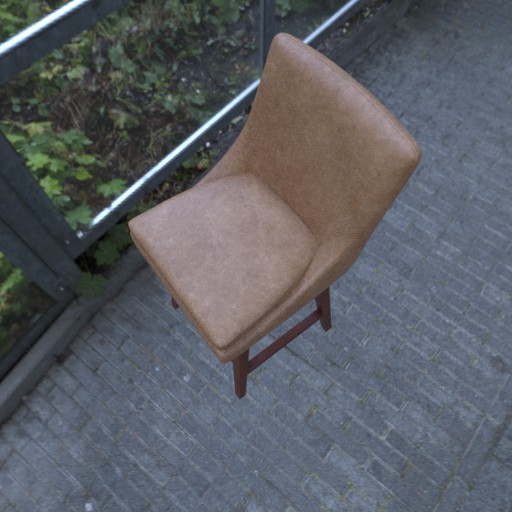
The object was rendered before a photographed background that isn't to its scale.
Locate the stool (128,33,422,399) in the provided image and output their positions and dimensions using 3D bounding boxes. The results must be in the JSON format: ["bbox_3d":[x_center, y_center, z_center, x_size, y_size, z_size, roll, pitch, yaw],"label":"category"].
[{"bbox_3d":[0.000,0.000,1.378,0.572,1.079,0.487,-34,69,-15],"label":"stool"}]
